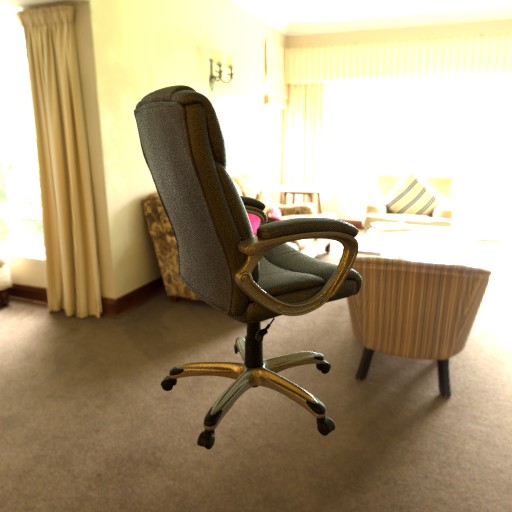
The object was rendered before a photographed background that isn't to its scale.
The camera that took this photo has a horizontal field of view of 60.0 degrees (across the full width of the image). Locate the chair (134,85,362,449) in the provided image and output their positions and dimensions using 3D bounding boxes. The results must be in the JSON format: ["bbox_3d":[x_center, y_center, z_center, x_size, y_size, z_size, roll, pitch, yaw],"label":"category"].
[{"bbox_3d":[0.000,0.000,1.620,0.719,1.130,0.721,-8,17,-27],"label":"chair"}]
